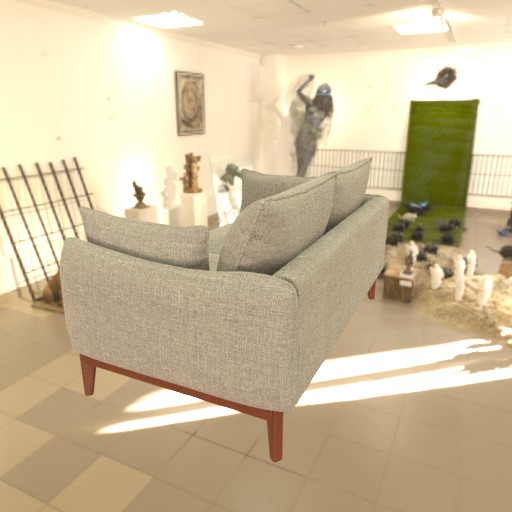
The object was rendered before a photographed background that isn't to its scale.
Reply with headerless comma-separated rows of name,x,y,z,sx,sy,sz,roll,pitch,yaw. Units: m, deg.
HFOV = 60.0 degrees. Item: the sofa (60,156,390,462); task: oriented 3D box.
sofa,0.000,0.000,2.113,0.972,0.851,1.580,8,20,24
